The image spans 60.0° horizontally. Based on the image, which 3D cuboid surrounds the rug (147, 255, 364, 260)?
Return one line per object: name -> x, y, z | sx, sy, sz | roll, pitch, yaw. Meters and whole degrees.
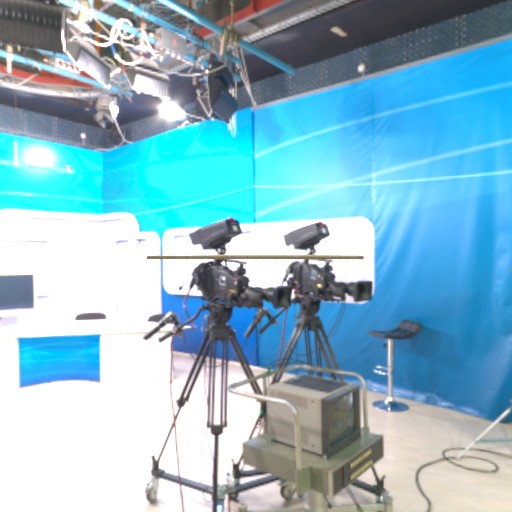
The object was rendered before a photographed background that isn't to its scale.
rug -> 0.000, 0.000, 2.491 | 0.661, 0.013, 2.297 | 0, 0, 0
